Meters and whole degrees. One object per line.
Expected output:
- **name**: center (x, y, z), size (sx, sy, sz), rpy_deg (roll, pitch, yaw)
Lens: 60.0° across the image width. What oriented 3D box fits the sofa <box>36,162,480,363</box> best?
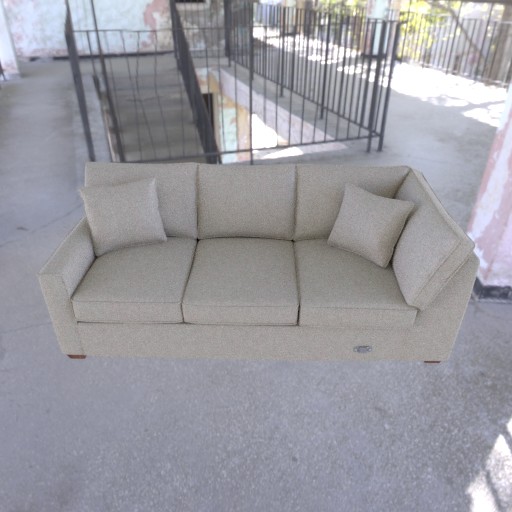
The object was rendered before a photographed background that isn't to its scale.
- **sofa**: center (0.000, 0.000, 2.799), size (2.317, 0.962, 1.061), rpy_deg (1, 32, 1)
